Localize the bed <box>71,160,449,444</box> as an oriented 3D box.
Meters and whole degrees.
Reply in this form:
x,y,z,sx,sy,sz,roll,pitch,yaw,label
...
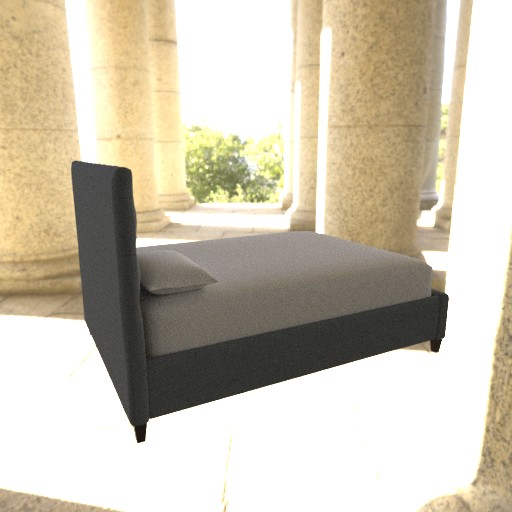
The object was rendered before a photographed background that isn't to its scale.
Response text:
x,y,z,sx,sy,sz,roll,pitch,yaw,label
0.000,0.000,3.363,2.335,1.411,1.698,-7,15,-28,bed
